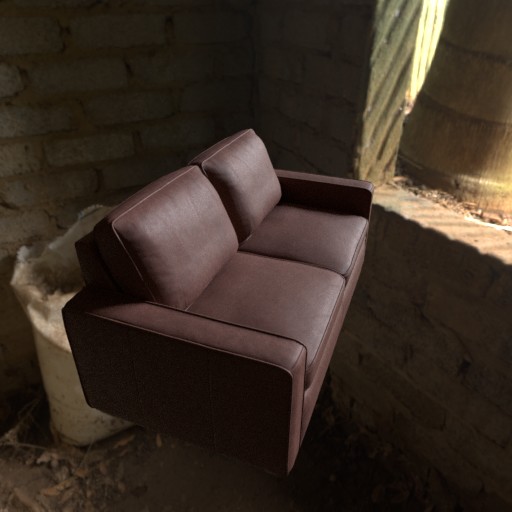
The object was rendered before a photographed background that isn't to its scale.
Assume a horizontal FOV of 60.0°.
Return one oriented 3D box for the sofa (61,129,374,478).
[{"bbox_3d":[0.000,0.000,2.253,0.947,0.918,1.709,11,33,18],"label":"sofa"}]
